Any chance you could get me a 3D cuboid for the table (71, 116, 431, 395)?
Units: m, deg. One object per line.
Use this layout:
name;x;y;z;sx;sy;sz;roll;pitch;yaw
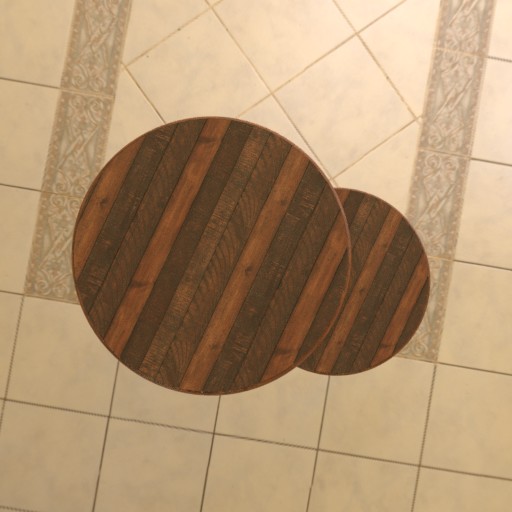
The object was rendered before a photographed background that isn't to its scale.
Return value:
table;0.000;0.000;1.631;1.152;0.516;0.870;0;90;-1
